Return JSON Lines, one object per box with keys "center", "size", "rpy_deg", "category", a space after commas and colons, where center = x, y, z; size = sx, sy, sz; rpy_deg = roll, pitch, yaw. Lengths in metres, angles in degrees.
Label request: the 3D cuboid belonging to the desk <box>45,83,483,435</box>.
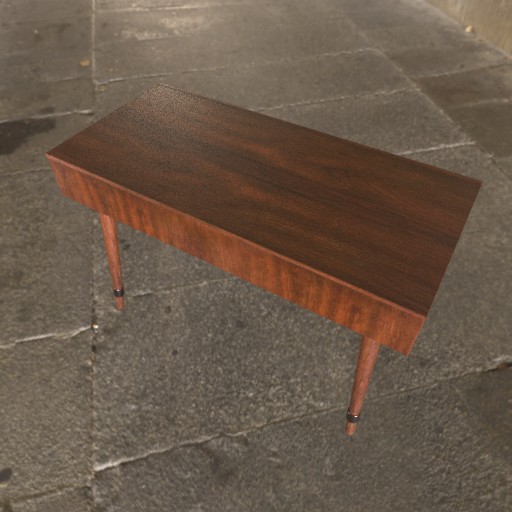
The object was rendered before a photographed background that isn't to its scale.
{"center": [0.000, 0.000, 2.127], "size": [1.577, 1.031, 0.734], "rpy_deg": [24, 51, 21], "category": "desk"}
